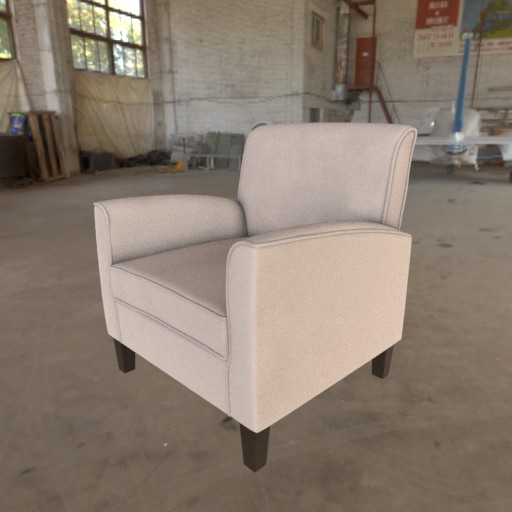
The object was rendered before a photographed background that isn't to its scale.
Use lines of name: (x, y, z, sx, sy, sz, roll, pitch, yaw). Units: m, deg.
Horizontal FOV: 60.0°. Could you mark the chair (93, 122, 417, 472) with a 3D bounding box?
chair: (0.000, 0.000, 1.577, 0.821, 0.915, 0.820, -15, 22, -42)
